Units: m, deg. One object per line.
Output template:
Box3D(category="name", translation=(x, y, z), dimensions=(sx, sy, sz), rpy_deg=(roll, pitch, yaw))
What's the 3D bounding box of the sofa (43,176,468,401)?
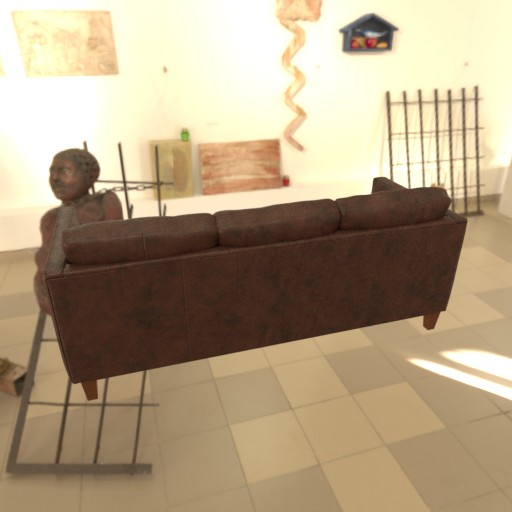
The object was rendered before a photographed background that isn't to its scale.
Box3D(category="sofa", translation=(0.000, 0.000, 2.991), dimensions=(2.464, 1.006, 1.045), rpy_deg=(-8, 27, -16))
